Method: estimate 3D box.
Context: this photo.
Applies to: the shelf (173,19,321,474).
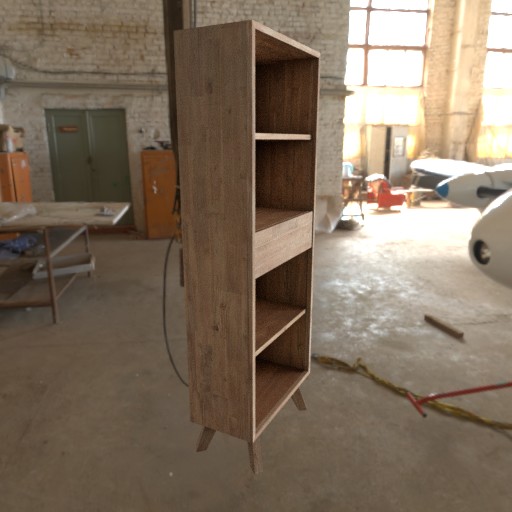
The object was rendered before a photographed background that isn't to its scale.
[{"bbox_3d":[0.000,0.000,1.521,0.267,1.342,0.491,8,16,27],"label":"shelf"}]
